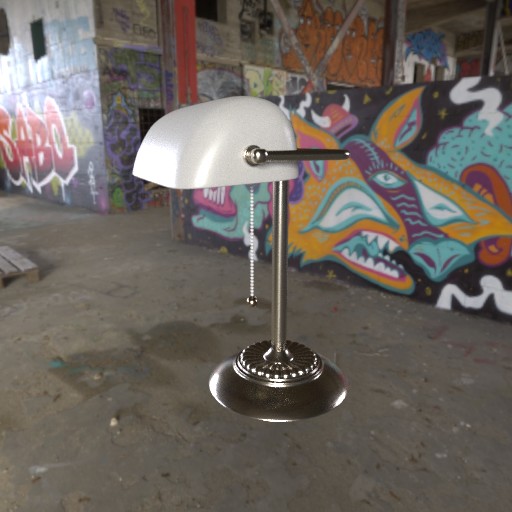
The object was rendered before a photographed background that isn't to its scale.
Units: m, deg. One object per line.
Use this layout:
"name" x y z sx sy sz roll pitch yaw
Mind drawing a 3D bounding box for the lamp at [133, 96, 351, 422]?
"lamp" 0.000 0.000 0.519 0.243 0.339 0.264 -7 16 -25
